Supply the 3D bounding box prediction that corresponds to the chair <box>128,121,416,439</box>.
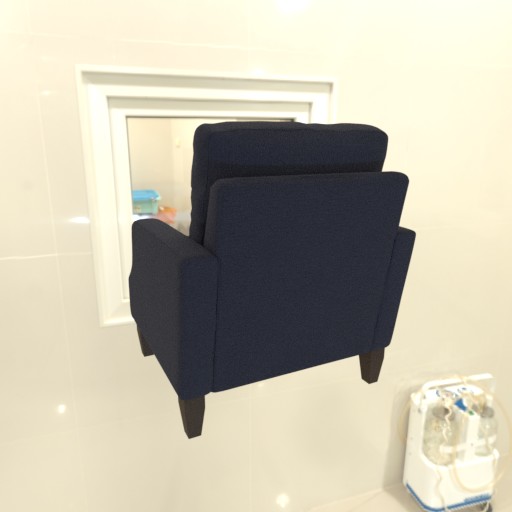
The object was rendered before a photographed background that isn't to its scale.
[{"bbox_3d":[0.000,0.000,1.735,0.855,0.991,0.897,-7,16,-26],"label":"chair"}]
